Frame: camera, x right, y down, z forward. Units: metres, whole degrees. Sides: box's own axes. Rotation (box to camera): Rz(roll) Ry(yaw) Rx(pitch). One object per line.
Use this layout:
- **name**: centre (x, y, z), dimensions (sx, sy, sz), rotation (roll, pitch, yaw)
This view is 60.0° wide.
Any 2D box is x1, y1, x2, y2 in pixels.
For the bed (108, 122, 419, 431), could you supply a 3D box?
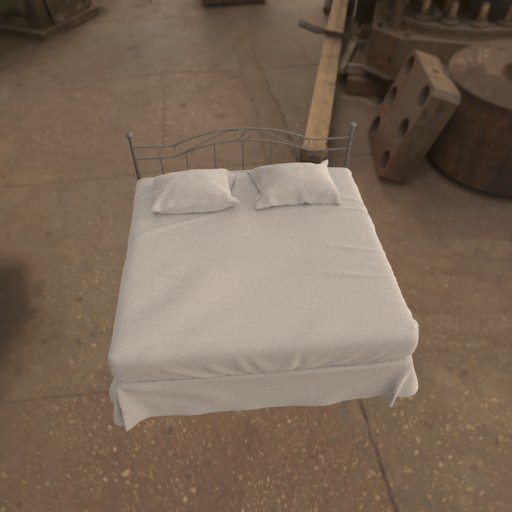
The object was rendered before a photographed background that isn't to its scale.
- **bed**: centre (0.000, 0.000, 3.532), dimensions (2.309, 1.080, 2.220), rotation (-4, 45, -4)
